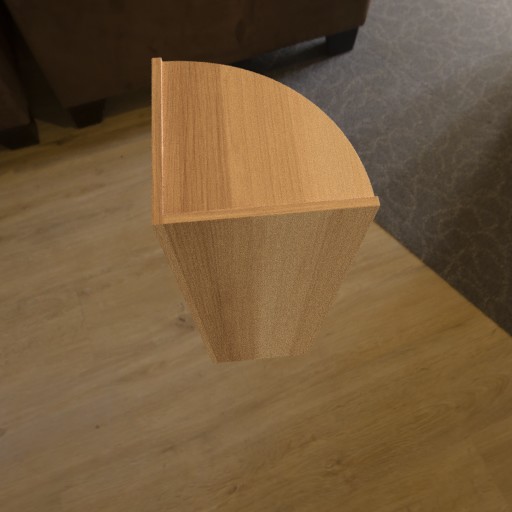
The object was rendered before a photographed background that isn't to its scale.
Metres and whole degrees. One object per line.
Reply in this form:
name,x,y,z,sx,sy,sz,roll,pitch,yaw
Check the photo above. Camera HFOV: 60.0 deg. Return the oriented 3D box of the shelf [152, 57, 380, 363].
shelf,0.000,0.000,1.015,0.290,0.872,0.290,-5,65,-2
